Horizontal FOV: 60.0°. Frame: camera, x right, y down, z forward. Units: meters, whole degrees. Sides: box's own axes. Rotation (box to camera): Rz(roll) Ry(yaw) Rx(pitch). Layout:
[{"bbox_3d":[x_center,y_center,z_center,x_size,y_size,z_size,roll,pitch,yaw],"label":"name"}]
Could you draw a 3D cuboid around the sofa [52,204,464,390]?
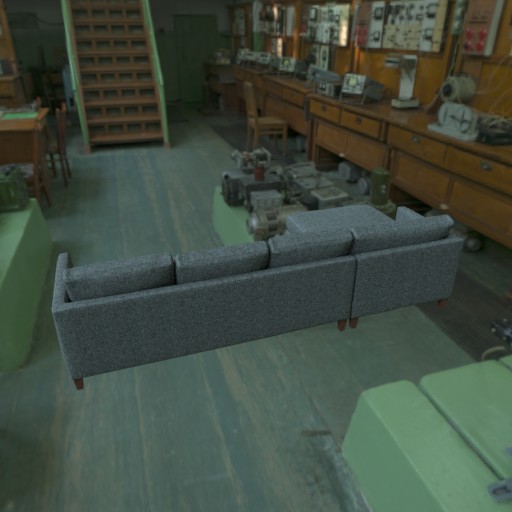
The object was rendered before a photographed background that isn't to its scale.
[{"bbox_3d":[0.000,0.000,4.268,3.485,0.960,1.635,-9,29,-17],"label":"sofa"}]
